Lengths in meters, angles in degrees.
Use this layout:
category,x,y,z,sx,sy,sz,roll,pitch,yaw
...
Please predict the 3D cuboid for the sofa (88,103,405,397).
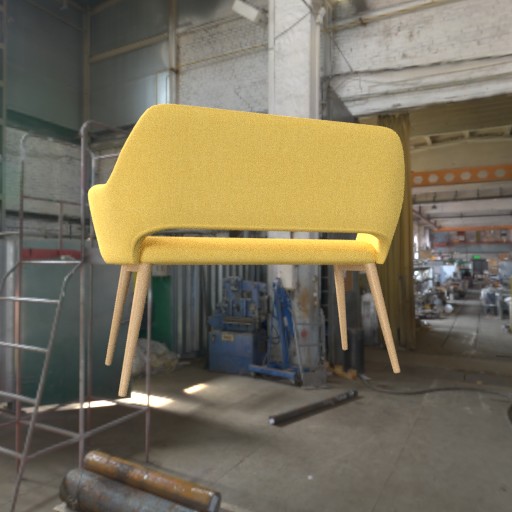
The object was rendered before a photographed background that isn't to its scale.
category,x,y,z,sx,sy,sz,roll,pitch,yaw
sofa,0.000,0.000,1.607,1.150,0.840,0.610,0,-1,-18
